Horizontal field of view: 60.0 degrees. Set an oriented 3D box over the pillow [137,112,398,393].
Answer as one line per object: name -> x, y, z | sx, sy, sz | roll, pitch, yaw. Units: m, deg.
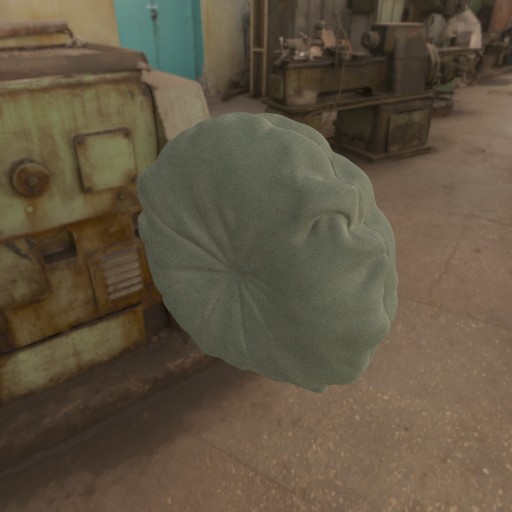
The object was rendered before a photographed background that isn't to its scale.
pillow -> 0.000, 0.000, 0.655 | 0.428, 0.407, 0.148 | 19, 35, 29
